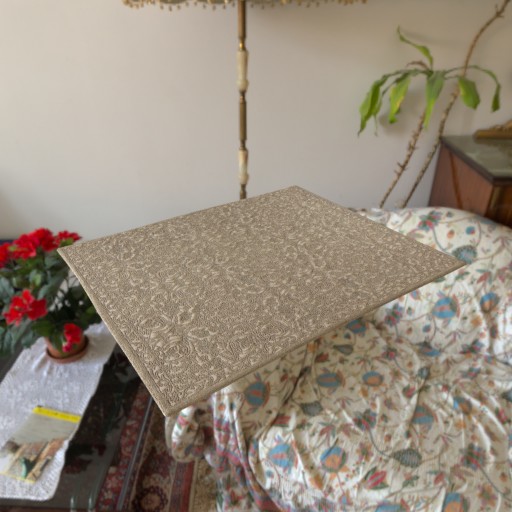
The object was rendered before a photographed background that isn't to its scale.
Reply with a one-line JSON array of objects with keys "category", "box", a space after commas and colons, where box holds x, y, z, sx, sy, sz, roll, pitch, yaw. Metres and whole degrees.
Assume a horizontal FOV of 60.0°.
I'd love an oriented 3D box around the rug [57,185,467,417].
[{"category": "rug", "box": [0.000, 0.000, 4.185, 3.017, 0.035, 2.472, -19, 35, -30]}]
